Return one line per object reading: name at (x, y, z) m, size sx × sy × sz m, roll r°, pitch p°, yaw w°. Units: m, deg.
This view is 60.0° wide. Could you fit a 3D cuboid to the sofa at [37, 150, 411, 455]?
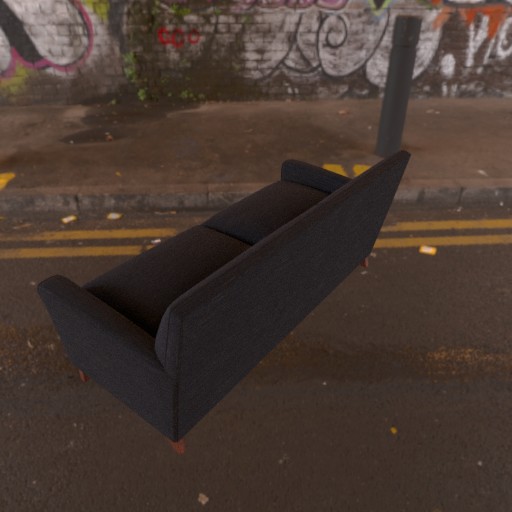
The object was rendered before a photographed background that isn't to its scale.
sofa at (0.000, 0.000, 2.418) m, size 0.875 × 0.846 × 1.976 m, roll 22°, pitch 38°, yaw 31°
